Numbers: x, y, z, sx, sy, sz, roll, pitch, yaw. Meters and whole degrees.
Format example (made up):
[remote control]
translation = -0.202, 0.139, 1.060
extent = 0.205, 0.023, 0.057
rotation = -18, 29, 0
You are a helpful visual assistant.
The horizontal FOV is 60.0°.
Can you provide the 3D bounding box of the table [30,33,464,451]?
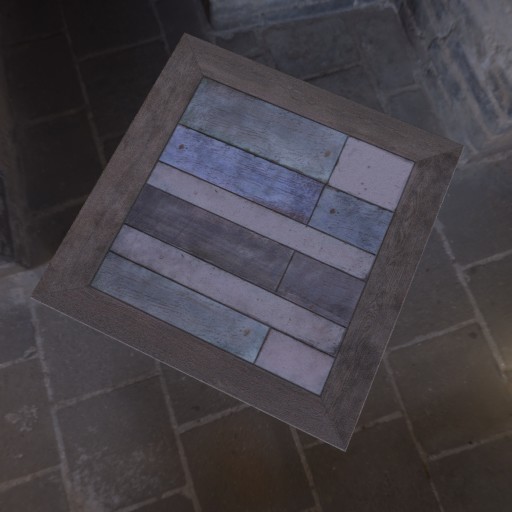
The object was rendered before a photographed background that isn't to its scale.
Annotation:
[table]
translation = 0.000, 0.000, 1.123
extent = 0.610, 0.610, 0.610
rotation = 24, 78, 6
